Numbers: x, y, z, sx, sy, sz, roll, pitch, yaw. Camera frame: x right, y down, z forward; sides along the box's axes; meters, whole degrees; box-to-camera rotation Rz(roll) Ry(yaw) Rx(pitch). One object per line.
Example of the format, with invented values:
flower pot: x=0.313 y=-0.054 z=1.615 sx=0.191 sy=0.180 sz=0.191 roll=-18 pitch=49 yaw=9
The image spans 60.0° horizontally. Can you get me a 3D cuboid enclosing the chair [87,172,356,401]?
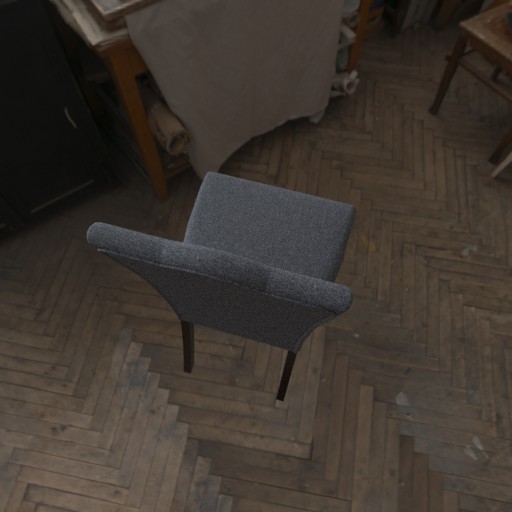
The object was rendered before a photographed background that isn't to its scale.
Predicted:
chair: x=0.000 y=0.000 z=1.292 sx=0.518 sy=0.946 sz=0.589 roll=15 pitch=64 yaw=7
